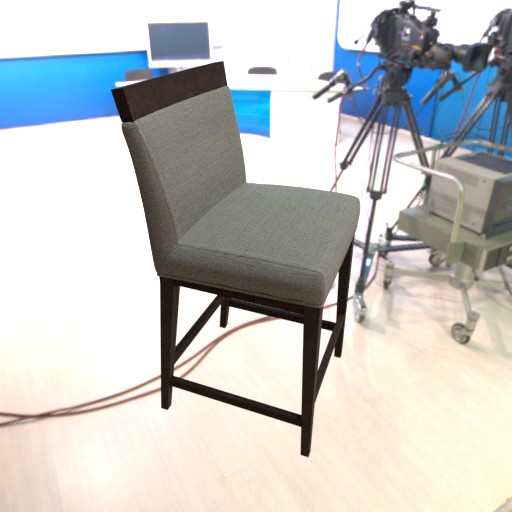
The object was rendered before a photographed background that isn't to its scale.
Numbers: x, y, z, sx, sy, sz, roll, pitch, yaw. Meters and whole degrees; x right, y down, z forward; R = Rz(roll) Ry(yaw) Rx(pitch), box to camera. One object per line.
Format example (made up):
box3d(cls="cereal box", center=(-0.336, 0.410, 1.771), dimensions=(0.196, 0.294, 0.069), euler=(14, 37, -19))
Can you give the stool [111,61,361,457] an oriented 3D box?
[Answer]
box3d(cls="stool", center=(0.000, 0.000, 1.329), dimensions=(0.531, 1.009, 0.512), euler=(11, 32, 18))
